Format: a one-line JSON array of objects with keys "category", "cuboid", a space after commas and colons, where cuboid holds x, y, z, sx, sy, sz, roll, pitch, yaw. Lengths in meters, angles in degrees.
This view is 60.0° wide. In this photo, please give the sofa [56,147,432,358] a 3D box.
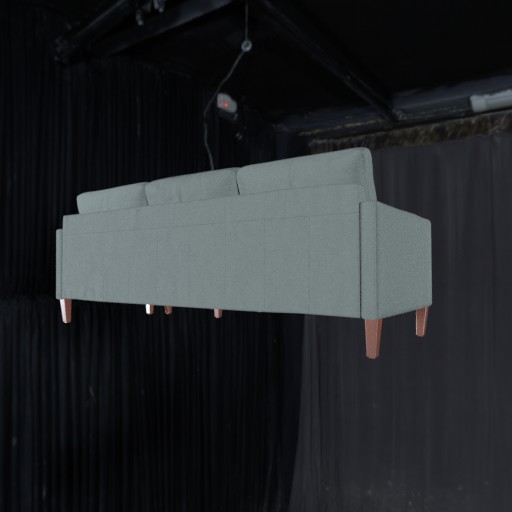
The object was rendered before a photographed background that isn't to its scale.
[{"category": "sofa", "cuboid": [0.000, 0.000, 2.905, 2.178, 0.876, 1.506, -1, -2, 35]}]
